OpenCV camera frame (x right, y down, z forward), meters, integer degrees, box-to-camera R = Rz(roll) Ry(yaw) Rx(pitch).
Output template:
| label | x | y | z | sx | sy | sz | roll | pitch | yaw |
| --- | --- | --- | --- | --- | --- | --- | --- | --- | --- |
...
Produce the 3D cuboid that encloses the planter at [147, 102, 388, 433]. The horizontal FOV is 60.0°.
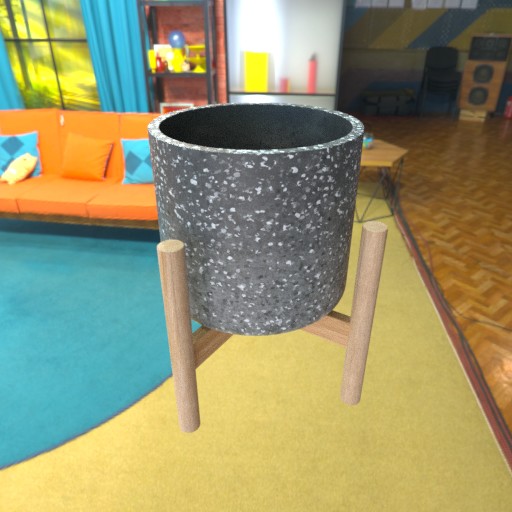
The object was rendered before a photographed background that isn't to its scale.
| label | x | y | z | sx | sy | sz | roll | pitch | yaw |
| --- | --- | --- | --- | --- | --- | --- | --- | --- | --- |
| planter | 0.000 | 0.000 | 0.542 | 0.284 | 0.320 | 0.284 | -18 | 34 | -29 |
